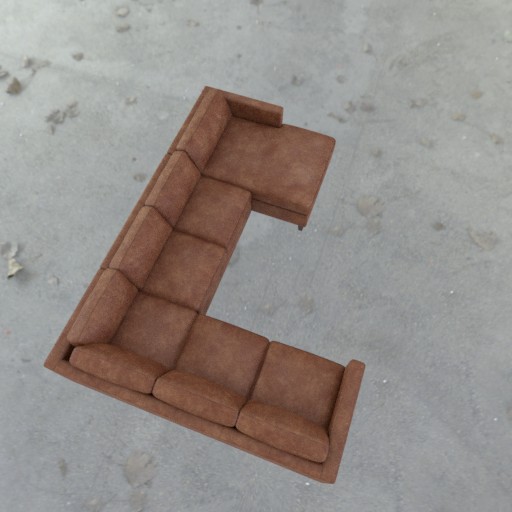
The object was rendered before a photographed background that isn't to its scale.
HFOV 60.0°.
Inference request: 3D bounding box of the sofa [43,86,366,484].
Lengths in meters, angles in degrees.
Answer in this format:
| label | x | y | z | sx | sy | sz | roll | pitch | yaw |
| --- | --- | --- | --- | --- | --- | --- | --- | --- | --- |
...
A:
| label | x | y | z | sx | sy | sz | roll | pitch | yaw |
| --- | --- | --- | --- | --- | --- | --- | --- | --- | --- |
| sofa | 0.000 | 0.000 | 4.331 | 2.452 | 0.888 | 3.324 | 18 | 65 | 9 |
